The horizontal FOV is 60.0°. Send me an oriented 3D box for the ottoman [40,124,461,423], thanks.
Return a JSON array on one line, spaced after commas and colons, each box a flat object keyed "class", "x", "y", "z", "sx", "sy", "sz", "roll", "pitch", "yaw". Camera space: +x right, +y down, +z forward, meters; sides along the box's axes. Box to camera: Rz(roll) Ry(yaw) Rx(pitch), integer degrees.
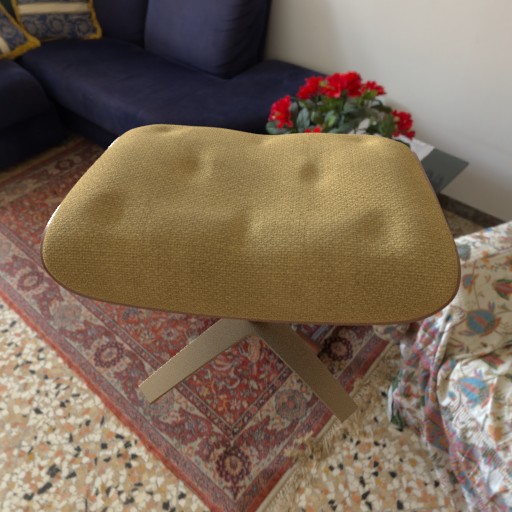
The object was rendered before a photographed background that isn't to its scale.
[{"class": "ottoman", "x": 0.000, "y": 0.000, "z": 0.768, "sx": 0.520, "sy": 0.391, "sz": 0.394, "roll": 4, "pitch": 46, "yaw": 4}]
